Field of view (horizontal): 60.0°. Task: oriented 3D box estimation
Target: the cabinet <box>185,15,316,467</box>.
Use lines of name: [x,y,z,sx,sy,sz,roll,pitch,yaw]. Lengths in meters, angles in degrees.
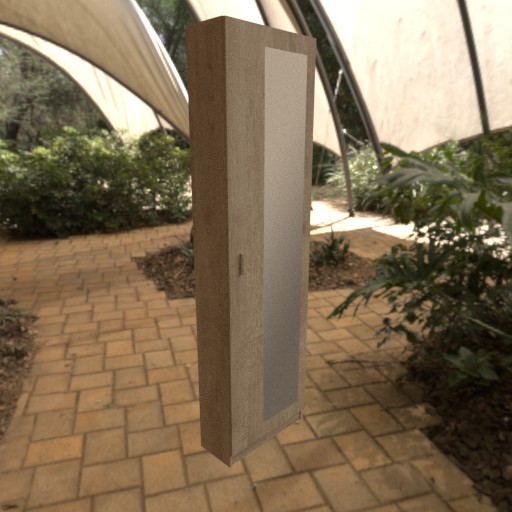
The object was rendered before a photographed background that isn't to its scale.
cabinet: [0.000,0.000,1.942,0.230,1.790,0.500,14,20,43]
